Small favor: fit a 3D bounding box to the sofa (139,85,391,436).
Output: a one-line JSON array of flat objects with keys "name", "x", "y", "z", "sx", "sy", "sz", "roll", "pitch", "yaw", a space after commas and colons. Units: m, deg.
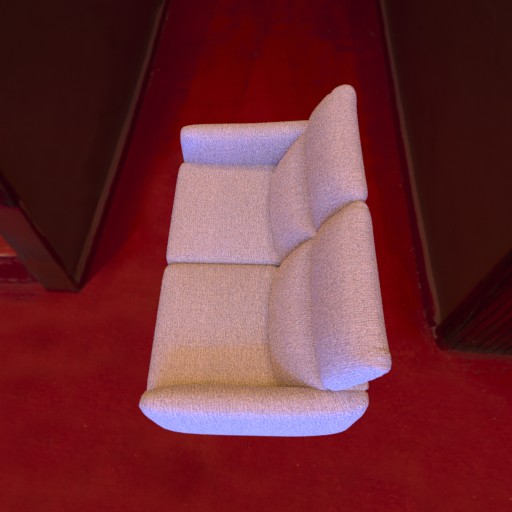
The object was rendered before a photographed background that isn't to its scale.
[{"name": "sofa", "x": 0.000, "y": 0.000, "z": 2.104, "sx": 0.905, "sy": 0.950, "sz": 1.540, "roll": 1, "pitch": 60, "yaw": 1}]
